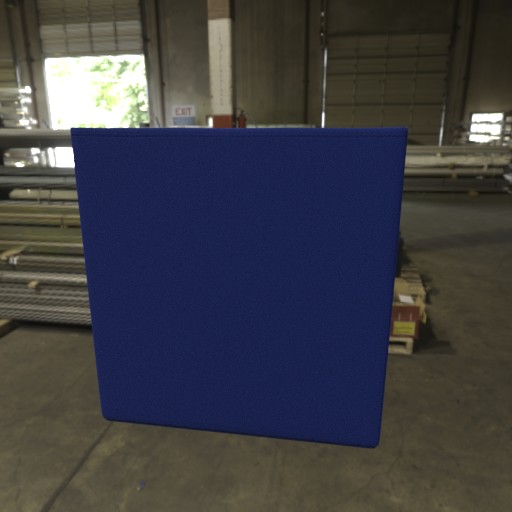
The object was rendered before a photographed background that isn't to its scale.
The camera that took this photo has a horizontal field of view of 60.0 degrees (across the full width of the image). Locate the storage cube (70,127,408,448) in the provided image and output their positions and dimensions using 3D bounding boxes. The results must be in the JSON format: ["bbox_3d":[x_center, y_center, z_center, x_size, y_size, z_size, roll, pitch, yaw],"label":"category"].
[{"bbox_3d":[0.000,0.000,0.503,0.270,0.280,0.270,3,16,9],"label":"storage cube"}]
